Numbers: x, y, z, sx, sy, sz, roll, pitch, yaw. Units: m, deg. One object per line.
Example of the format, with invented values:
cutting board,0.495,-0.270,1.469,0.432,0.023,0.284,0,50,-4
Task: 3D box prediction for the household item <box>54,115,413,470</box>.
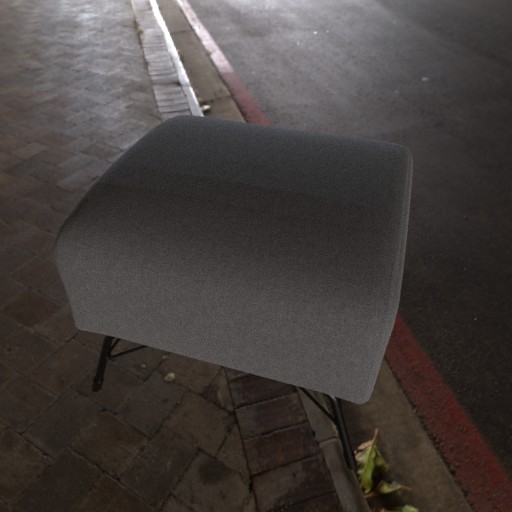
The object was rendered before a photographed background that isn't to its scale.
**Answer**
household item,0.000,0.000,0.880,0.530,0.410,0.530,12,43,13
